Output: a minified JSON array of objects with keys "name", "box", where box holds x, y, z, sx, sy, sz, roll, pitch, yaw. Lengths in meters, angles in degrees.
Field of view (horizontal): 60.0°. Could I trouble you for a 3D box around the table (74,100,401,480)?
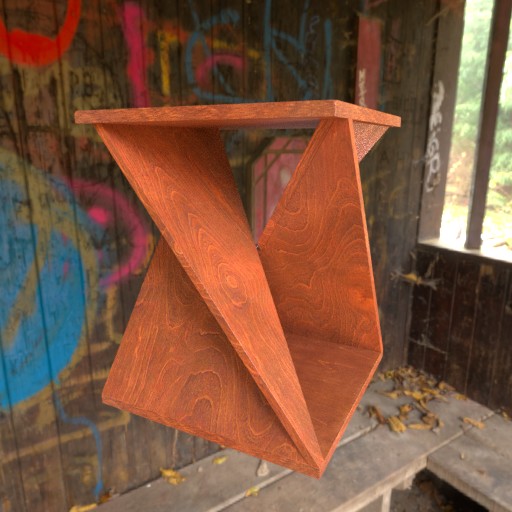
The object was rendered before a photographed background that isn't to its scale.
[{"name":"table","box":[0.000,0.000,0.854,0.427,0.520,0.427,7,16,26]}]
